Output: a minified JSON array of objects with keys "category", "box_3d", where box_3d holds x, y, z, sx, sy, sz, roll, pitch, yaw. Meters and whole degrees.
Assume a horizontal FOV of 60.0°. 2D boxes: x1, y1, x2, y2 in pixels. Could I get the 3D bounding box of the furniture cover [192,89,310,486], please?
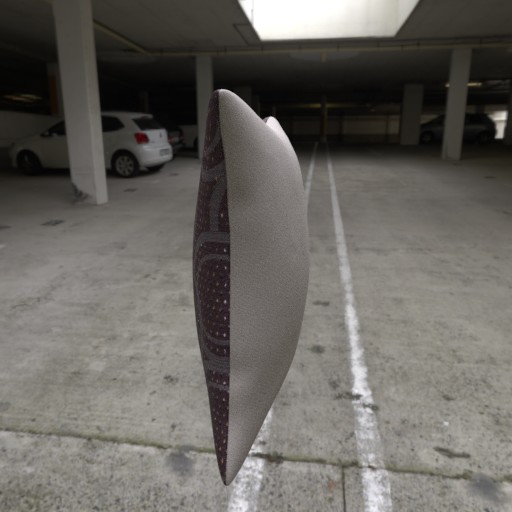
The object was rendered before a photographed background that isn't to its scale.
[{"category":"furniture cover","box_3d":[0.000,0.000,0.799,0.193,0.509,0.552,2,14,8]}]
